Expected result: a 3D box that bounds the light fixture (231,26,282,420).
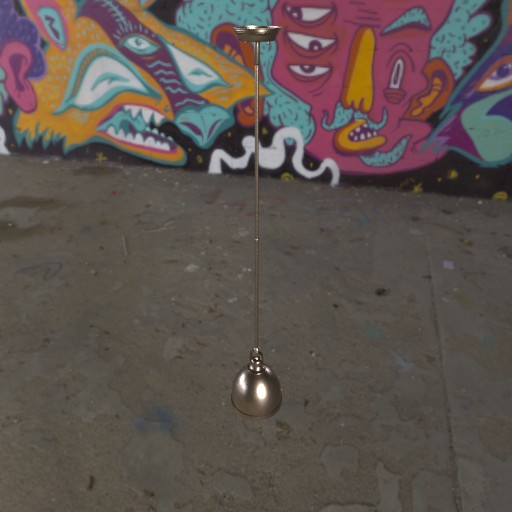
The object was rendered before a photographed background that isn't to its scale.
[{"bbox_3d":[0.000,0.000,1.489,0.217,1.367,0.211,19,35,29],"label":"light fixture"}]
